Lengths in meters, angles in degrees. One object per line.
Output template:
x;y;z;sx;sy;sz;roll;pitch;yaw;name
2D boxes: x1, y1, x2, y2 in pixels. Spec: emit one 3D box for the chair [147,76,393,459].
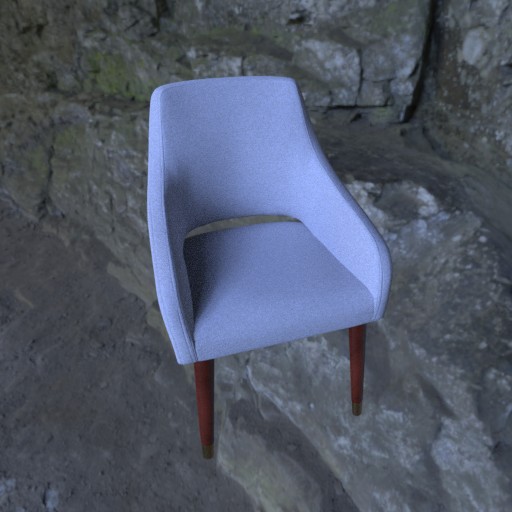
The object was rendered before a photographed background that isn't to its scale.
0.000;0.000;1.302;0.609;0.889;0.600;-10;34;-15;chair
